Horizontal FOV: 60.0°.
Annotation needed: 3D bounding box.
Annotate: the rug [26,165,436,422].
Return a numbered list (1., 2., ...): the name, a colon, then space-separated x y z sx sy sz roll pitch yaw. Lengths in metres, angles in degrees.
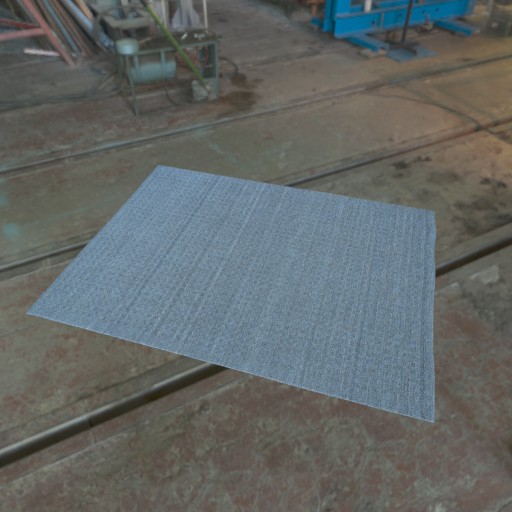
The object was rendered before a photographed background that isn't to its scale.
1. rug: 0.000 0.000 4.129 3.200 0.007 2.443 12 43 13
